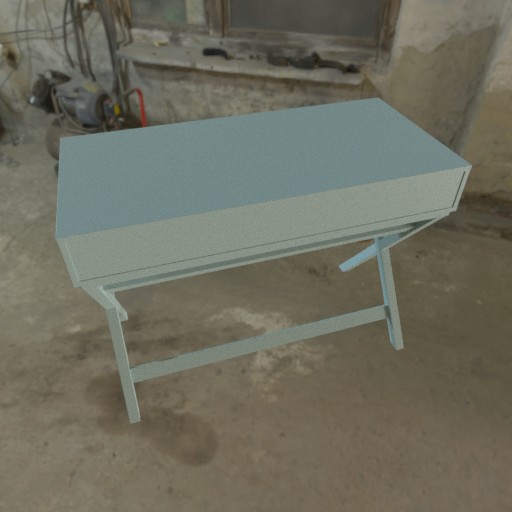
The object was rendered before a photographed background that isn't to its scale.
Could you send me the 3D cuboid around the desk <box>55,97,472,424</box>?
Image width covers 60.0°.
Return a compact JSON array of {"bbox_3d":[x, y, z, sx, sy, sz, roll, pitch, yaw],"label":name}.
[{"bbox_3d":[0.000,0.000,1.504,1.059,0.780,0.509,-11,42,-13],"label":"desk"}]
